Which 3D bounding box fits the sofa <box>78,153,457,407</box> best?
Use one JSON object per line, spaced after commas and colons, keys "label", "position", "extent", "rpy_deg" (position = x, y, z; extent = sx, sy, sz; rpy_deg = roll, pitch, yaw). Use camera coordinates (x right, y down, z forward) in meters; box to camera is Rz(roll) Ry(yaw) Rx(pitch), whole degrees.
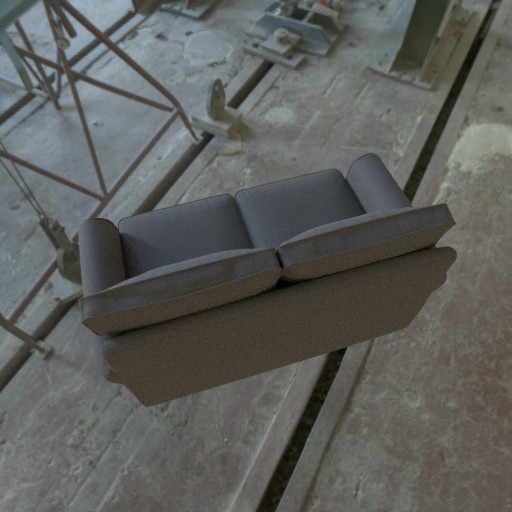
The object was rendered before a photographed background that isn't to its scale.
{"label": "sofa", "position": [0.000, 0.000, 2.248], "extent": [1.665, 0.937, 0.964], "rpy_deg": [-15, 59, -9]}
